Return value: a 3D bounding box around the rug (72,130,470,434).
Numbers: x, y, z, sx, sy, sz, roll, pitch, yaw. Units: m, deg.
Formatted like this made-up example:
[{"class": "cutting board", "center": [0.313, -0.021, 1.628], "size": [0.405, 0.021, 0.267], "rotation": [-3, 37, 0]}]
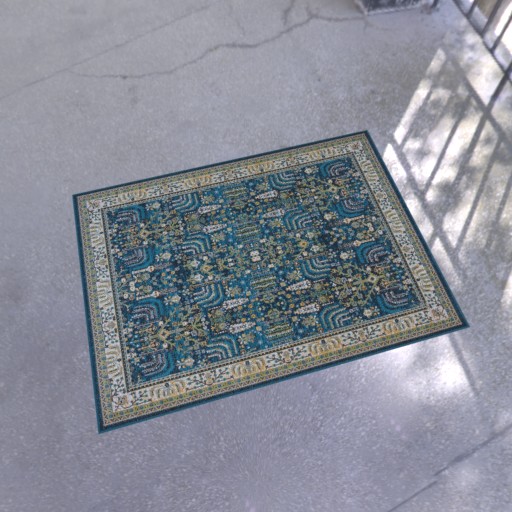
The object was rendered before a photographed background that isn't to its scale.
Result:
[{"class": "rug", "center": [0.000, 0.000, 3.953], "size": [3.044, 0.015, 2.226], "rotation": [-14, 64, -7]}]
